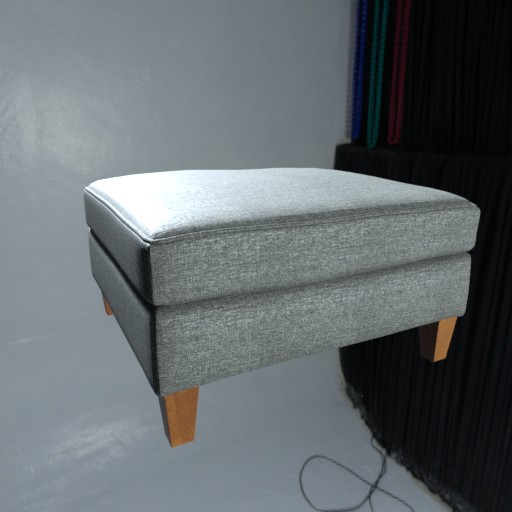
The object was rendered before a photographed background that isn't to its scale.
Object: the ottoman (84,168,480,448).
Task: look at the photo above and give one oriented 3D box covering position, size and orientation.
[{"bbox_3d":[0.000,0.000,1.293,0.838,0.481,0.838,-8,18,-26],"label":"ottoman"}]
